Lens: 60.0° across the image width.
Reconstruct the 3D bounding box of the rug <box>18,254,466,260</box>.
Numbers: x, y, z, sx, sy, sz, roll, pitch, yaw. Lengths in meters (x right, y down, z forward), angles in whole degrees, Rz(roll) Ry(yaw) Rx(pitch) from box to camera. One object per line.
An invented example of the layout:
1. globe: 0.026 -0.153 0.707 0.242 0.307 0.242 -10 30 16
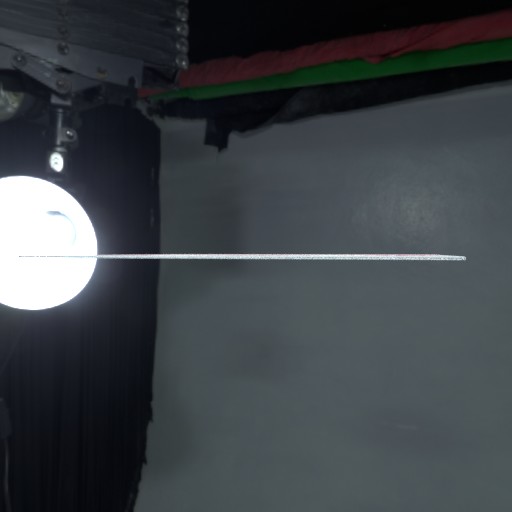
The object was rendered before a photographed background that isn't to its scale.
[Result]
1. rug: 0.000 0.000 2.196 1.747 0.011 1.217 0 0 18
